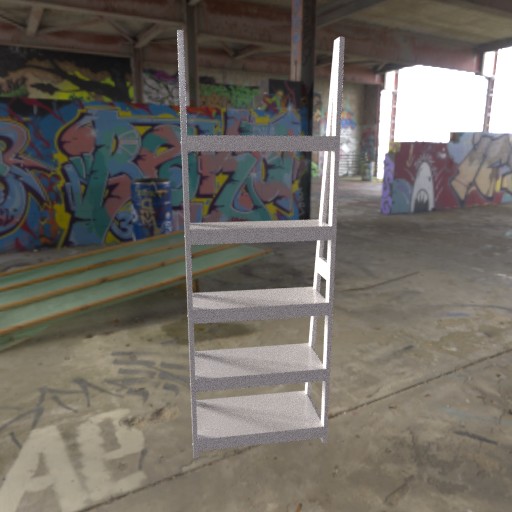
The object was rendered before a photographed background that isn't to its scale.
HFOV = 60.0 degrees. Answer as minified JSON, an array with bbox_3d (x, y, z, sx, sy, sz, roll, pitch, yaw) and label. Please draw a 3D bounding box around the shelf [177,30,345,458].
[{"bbox_3d":[0.000,0.000,2.017,0.636,1.779,0.341,-2,14,-9],"label":"shelf"}]
